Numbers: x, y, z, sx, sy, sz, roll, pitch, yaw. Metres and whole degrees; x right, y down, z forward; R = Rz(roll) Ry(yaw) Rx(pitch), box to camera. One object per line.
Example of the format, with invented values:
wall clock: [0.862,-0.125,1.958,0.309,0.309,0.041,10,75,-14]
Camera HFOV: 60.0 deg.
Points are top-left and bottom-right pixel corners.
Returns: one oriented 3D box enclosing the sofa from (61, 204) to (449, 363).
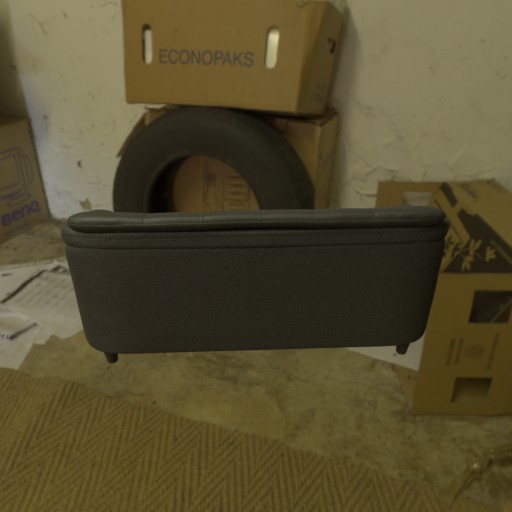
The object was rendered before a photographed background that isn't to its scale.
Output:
sofa: [0.000,0.000,2.329,1.829,0.811,0.800,-1,29,-2]
